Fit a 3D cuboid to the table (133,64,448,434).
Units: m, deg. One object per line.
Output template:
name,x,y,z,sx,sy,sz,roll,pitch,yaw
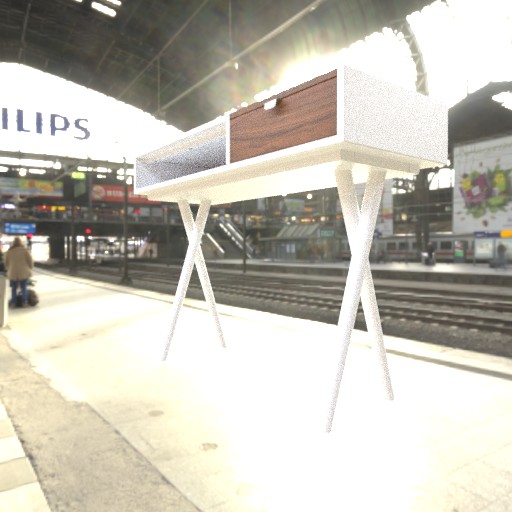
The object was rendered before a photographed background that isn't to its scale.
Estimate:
table,0.000,0.000,1.431,0.418,0.785,1.066,-1,1,-38
